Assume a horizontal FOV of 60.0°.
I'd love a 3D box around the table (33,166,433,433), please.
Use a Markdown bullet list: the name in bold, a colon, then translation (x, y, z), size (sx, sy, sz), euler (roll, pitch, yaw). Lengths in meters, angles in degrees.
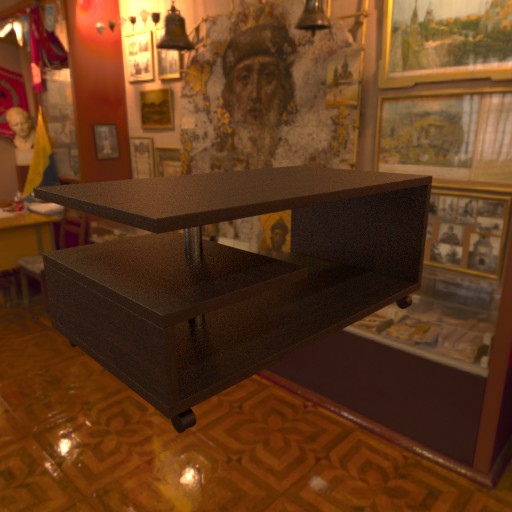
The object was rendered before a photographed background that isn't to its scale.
- **table**: translation (0.000, 0.000, 1.368), size (1.050, 0.460, 0.590), euler (-15, 22, -42)
